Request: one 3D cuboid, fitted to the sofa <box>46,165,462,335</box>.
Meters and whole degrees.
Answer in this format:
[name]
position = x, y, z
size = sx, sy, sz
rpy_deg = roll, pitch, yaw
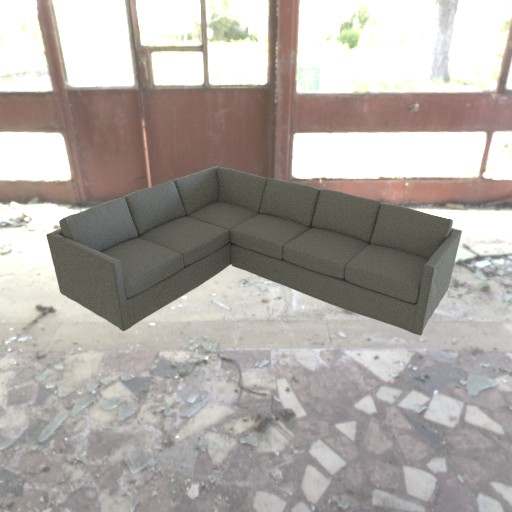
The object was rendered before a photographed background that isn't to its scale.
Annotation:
[sofa]
position = 0.000, 0.000, 4.340
size = 3.182, 0.871, 2.432
rpy_deg = 19, 33, 31
